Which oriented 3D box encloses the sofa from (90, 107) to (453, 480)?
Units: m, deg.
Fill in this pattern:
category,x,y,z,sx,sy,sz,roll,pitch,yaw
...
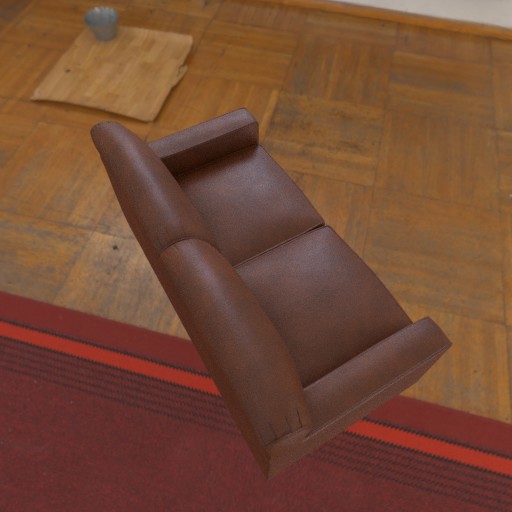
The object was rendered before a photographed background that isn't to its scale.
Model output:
category,x,y,z,sx,sy,sz,roll,pitch,yaw
sofa,0.000,0.000,2.360,1.000,0.966,1.856,-26,60,-16
